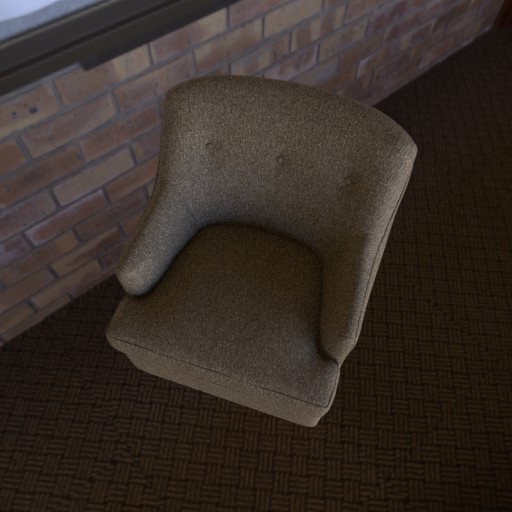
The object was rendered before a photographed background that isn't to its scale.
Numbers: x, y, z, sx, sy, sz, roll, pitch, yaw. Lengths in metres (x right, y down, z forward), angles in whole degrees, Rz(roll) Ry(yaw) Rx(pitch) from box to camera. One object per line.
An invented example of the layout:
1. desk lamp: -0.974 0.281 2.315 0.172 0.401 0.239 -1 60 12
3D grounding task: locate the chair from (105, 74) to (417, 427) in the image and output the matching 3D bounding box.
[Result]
1. chair: 0.000 0.000 1.614 0.864 0.856 0.923 16 60 9
